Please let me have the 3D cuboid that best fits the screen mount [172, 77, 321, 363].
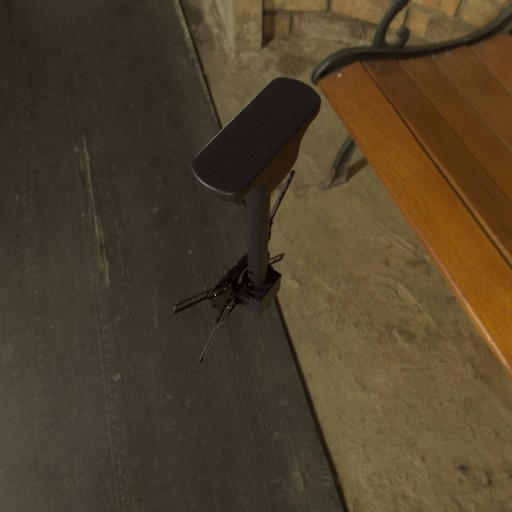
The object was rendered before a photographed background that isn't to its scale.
[{"bbox_3d":[0.000,0.000,0.893,0.090,0.729,0.393,33,68,15],"label":"screen mount"}]
